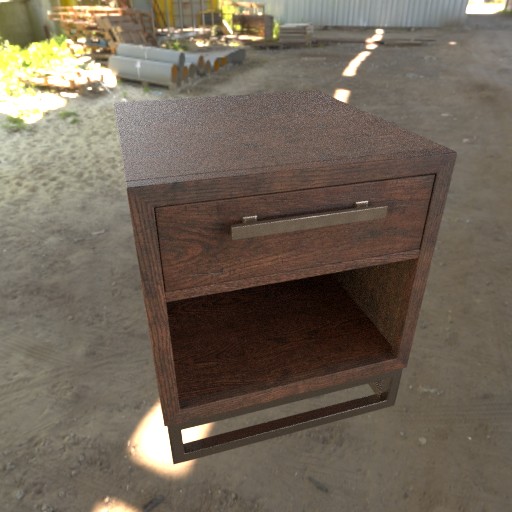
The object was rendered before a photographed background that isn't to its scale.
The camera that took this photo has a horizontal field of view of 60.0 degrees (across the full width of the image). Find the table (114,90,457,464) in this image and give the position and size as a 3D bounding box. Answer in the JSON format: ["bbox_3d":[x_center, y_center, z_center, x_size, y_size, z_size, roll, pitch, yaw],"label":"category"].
[{"bbox_3d":[0.000,0.000,0.991,0.506,0.582,0.566,-9,32,-15],"label":"table"}]
